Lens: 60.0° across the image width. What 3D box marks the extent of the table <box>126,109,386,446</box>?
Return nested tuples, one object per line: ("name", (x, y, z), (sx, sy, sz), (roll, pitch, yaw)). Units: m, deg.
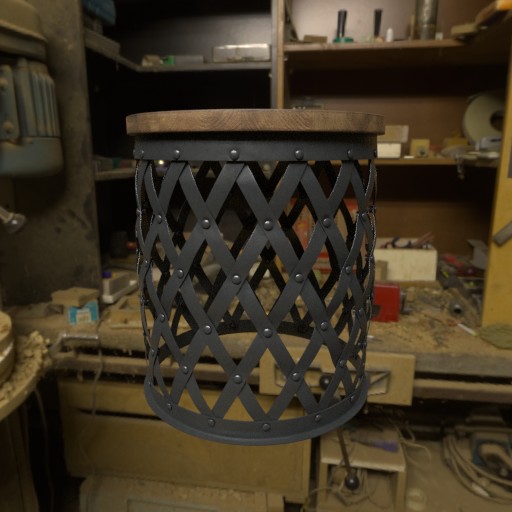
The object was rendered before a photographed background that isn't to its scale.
("table", (0.000, 0.000, 0.770), (0.405, 0.454, 0.405), (0, 14, 0))
